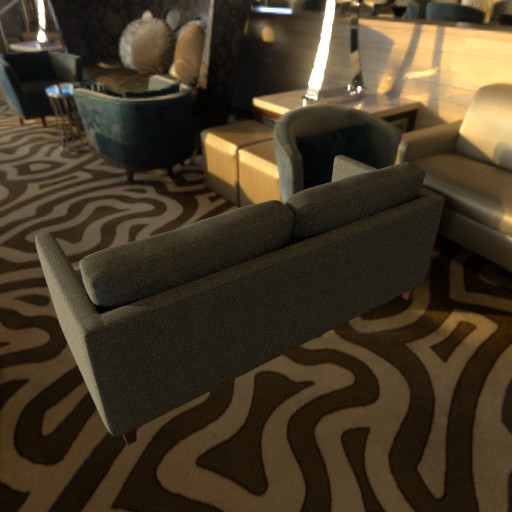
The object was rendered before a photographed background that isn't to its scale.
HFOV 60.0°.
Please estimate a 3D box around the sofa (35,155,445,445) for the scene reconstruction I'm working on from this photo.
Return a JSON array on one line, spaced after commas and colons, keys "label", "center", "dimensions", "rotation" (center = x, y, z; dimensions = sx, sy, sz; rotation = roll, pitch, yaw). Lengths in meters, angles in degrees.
[{"label": "sofa", "center": [0.000, 0.000, 2.649], "dimensions": [2.208, 0.965, 0.948], "rotation": [-20, 38, -28]}]
